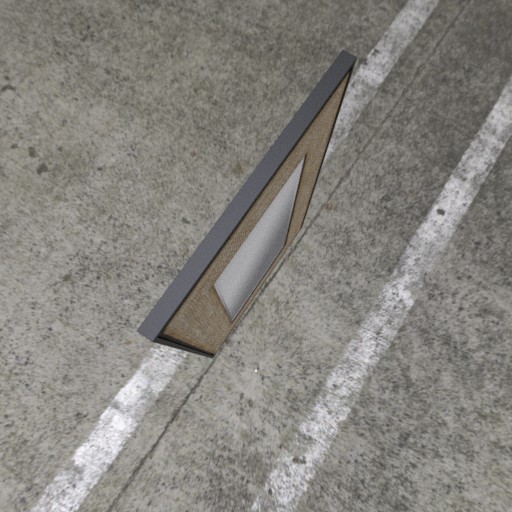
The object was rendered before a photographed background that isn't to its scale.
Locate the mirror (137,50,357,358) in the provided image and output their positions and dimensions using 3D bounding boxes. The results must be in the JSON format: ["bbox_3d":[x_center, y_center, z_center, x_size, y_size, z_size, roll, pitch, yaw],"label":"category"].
[{"bbox_3d":[0.000,0.000,1.514,0.038,1.219,0.762,33,78,8],"label":"mirror"}]
